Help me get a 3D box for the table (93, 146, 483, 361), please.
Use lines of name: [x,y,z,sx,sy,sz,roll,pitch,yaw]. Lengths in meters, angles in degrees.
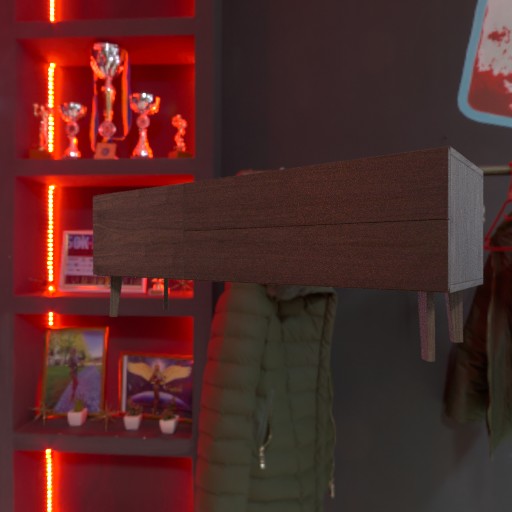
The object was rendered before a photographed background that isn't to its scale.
table: [0.000,0.000,1.585,1.397,0.508,0.405,0,0,37]
